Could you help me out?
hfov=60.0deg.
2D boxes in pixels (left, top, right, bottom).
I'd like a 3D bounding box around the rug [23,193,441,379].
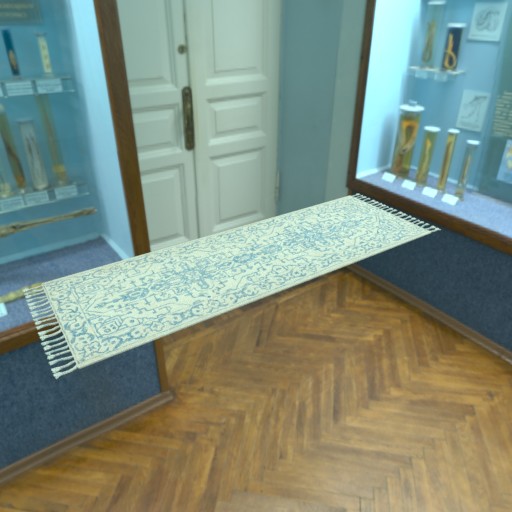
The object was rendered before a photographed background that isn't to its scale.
[{"bbox_3d":[0.000,0.000,2.640,2.449,0.011,0.774,-18,34,-29],"label":"rug"}]
